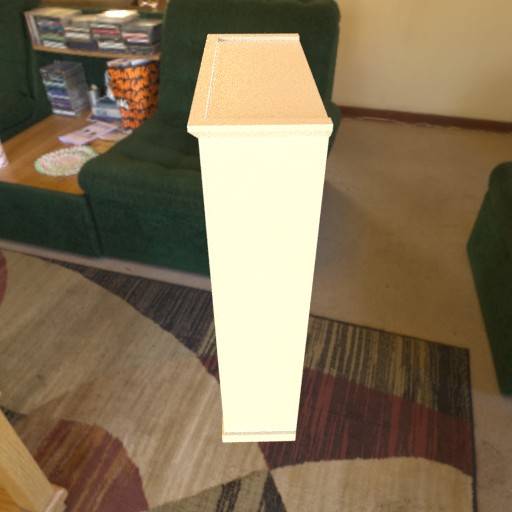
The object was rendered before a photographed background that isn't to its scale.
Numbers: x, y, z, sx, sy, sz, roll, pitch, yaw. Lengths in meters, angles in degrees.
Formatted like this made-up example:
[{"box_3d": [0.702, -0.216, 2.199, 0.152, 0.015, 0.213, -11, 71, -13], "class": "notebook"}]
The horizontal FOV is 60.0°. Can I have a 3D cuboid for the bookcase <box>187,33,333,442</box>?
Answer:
[{"box_3d": [0.000, 0.000, 2.311, 0.432, 1.880, 1.050, -1, 40, -1], "class": "bookcase"}]
